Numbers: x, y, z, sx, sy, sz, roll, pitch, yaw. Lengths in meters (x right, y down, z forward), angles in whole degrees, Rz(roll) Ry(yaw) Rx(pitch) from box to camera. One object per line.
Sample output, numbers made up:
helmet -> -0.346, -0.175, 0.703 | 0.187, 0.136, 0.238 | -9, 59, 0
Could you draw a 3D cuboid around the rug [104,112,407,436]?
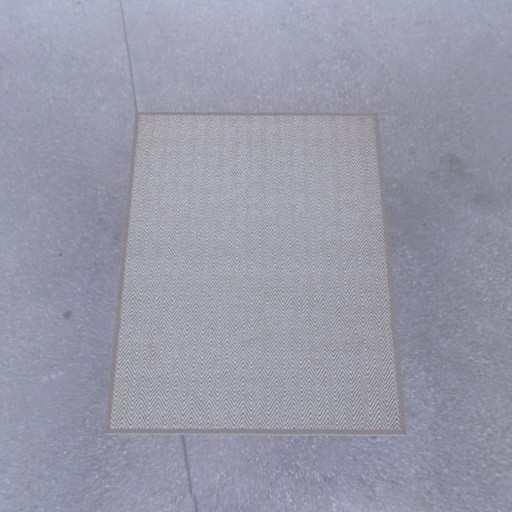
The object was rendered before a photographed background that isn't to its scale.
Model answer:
rug -> 0.000, 0.000, 3.995 | 2.434, 0.032, 3.007 | 0, 73, 0
